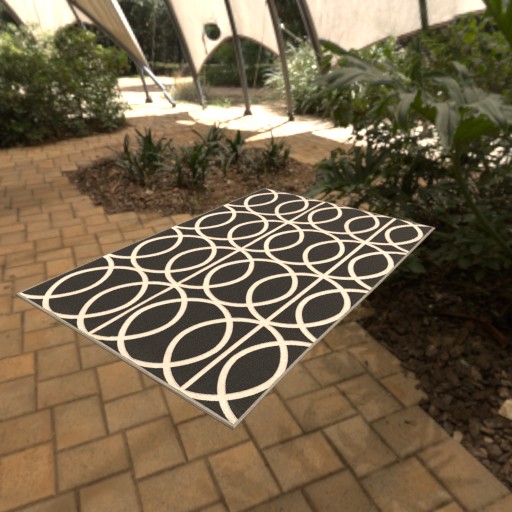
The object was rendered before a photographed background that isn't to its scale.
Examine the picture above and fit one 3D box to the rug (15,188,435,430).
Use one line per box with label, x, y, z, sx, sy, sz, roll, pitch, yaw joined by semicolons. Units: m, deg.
rug;0.000;0.000;2.791;1.528;0.014;2.294;19;32;32
